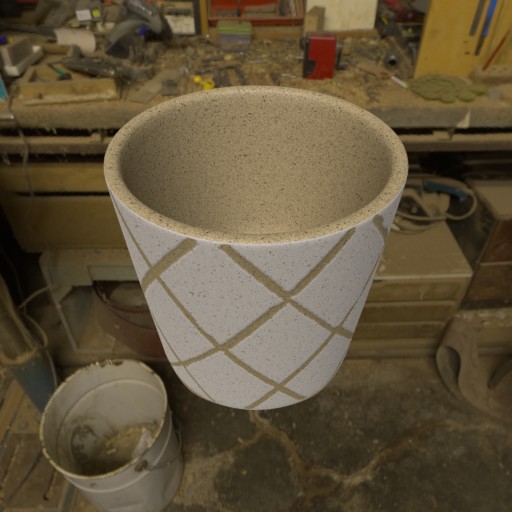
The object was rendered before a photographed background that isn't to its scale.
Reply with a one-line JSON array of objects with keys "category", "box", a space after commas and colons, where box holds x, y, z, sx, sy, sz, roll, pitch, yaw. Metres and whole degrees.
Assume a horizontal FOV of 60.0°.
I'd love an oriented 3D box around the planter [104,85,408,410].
[{"category": "planter", "box": [0.000, 0.000, 0.420, 0.228, 0.235, 0.228, 0, 43, 0]}]
